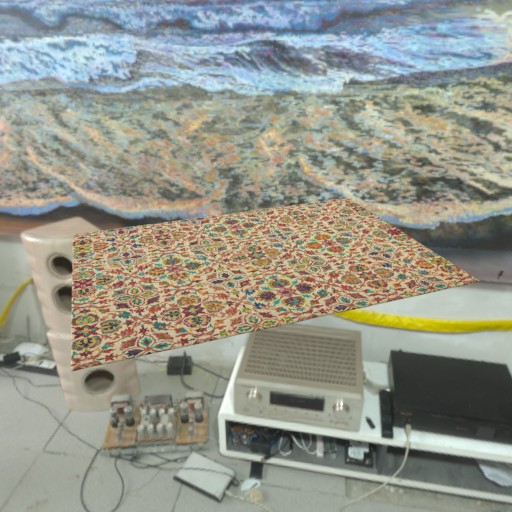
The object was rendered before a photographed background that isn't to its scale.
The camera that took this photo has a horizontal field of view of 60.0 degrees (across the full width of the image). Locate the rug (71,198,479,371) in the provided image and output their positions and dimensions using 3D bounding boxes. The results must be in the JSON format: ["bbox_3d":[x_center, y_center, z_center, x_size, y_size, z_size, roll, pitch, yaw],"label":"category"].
[{"bbox_3d":[0.000,0.000,2.358,1.838,0.013,1.226,-9,29,-17],"label":"rug"}]
